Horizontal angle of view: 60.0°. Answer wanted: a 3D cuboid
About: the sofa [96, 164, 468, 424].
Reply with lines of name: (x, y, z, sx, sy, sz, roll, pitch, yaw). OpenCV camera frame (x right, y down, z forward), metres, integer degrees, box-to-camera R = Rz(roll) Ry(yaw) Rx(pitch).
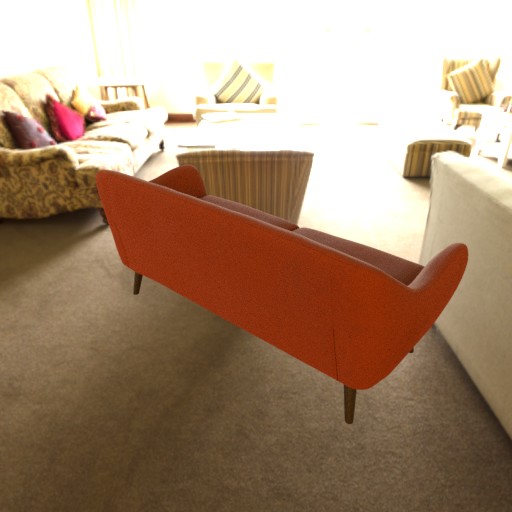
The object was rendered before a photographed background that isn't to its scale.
sofa: (0.000, 0.000, 2.288, 1.840, 0.836, 0.820, 22, 36, 35)
